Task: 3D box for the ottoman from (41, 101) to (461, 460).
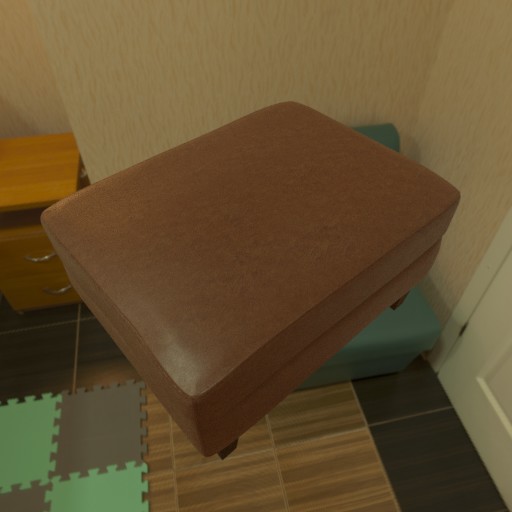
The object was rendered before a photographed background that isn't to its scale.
[{"bbox_3d":[0.000,0.000,1.208,0.851,0.485,0.650,-32,55,-27],"label":"ottoman"}]
